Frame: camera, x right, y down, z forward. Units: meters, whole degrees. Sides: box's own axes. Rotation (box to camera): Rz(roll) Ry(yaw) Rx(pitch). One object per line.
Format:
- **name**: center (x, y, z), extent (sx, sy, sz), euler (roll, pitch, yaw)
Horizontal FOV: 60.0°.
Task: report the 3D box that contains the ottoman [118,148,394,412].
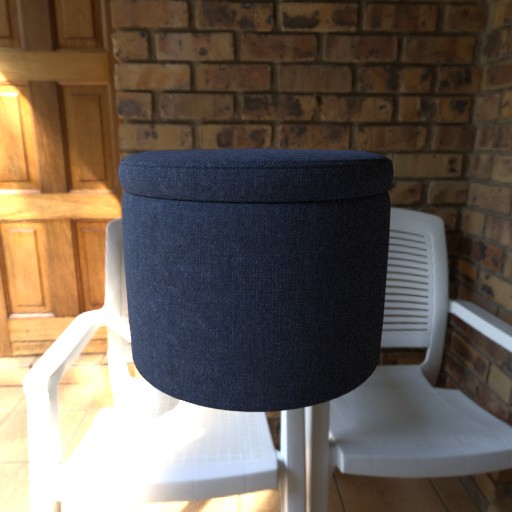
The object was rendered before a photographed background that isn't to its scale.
- **ottoman**: center (0.000, 0.000, 0.912), extent (0.520, 0.430, 0.520), euler (0, 14, 0)
